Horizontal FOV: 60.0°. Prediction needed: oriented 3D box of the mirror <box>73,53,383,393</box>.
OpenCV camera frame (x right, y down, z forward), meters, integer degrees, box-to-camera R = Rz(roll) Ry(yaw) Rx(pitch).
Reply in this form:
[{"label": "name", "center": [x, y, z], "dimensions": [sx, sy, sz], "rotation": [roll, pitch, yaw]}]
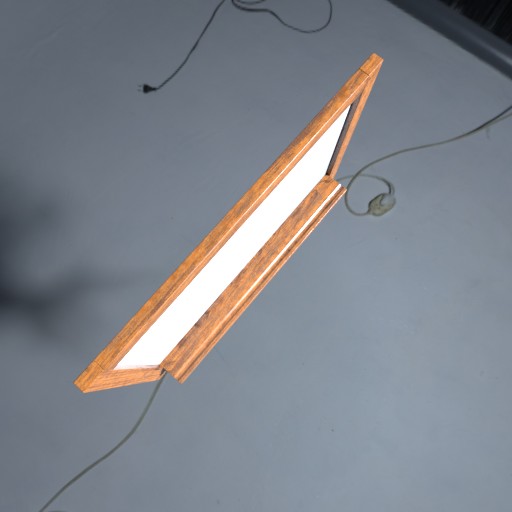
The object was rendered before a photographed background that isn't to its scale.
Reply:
[{"label": "mirror", "center": [0.000, 0.000, 0.992], "dimensions": [0.084, 0.537, 0.758], "rotation": [40, 80, 9]}]
